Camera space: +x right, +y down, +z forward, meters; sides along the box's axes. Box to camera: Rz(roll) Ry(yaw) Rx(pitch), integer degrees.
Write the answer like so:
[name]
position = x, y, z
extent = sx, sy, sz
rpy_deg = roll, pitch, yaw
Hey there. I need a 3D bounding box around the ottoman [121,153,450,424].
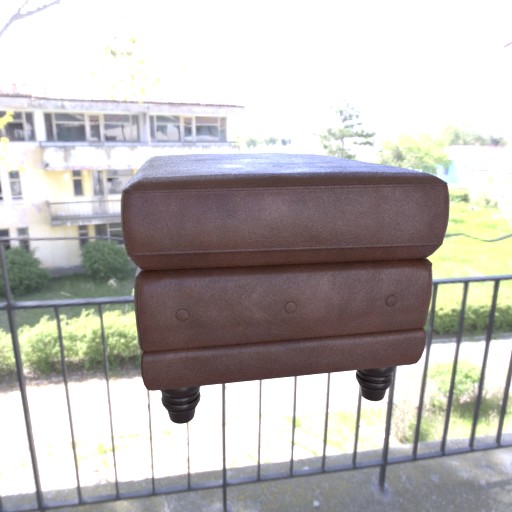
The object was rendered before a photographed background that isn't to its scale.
[ottoman]
position = 0.000, 0.000, 1.173
extent = 0.588, 0.509, 0.795
rpy_deg = -3, 16, -10
